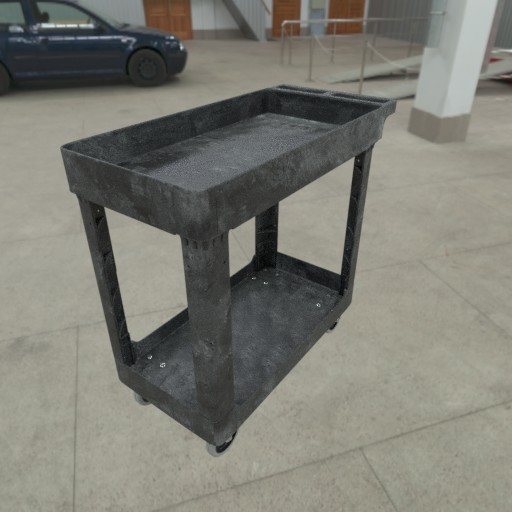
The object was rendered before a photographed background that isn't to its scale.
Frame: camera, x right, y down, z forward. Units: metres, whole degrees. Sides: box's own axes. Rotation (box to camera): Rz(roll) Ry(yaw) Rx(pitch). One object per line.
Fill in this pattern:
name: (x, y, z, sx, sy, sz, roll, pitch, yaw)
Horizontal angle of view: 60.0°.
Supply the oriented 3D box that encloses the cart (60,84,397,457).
cart: (0.000, 0.000, 1.349, 0.420, 0.824, 0.877, 21, 37, 31)
